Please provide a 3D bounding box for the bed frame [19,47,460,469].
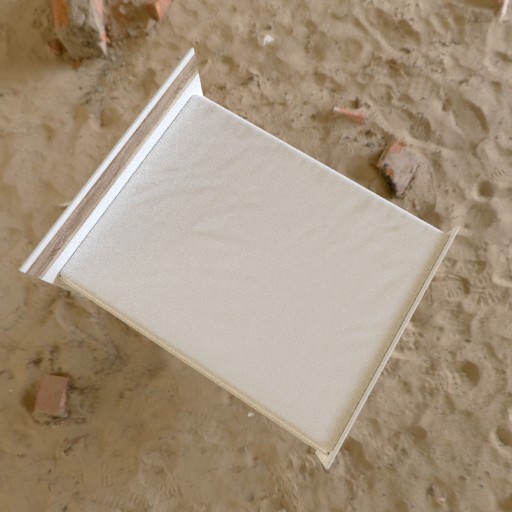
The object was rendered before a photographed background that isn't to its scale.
[{"bbox_3d":[0.000,0.000,2.911,2.060,0.800,1.720,31,78,7],"label":"bed frame"}]
